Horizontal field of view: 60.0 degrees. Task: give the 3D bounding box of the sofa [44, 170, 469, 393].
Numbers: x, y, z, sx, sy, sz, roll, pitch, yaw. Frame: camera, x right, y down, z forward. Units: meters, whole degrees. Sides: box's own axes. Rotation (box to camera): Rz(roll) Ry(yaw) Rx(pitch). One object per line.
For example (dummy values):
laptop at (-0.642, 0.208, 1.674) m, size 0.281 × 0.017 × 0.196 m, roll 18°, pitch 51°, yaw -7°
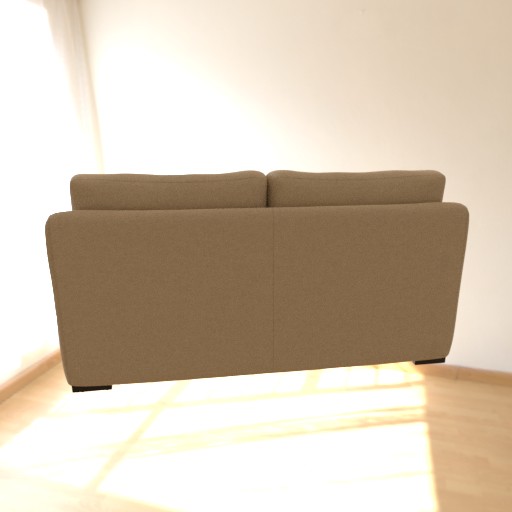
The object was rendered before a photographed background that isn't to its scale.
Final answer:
sofa at (0.000, 0.000, 2.425) m, size 1.885 × 0.967 × 0.962 m, roll -2°, pitch 15°, yaw -8°
